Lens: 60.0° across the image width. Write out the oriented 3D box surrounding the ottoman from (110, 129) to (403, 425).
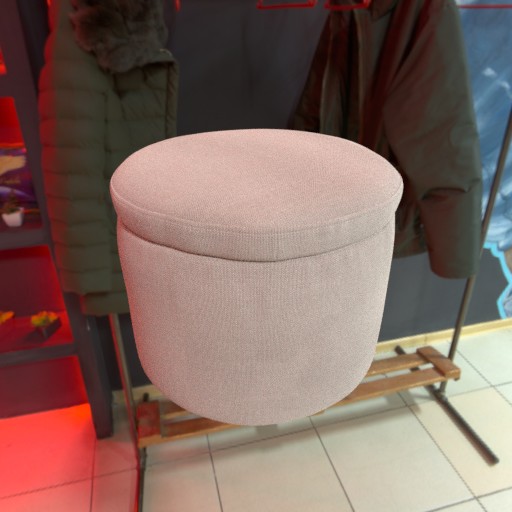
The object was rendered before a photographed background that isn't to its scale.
[{"bbox_3d":[0.000,0.000,0.854,0.497,0.409,0.497,0,29,0],"label":"ottoman"}]
